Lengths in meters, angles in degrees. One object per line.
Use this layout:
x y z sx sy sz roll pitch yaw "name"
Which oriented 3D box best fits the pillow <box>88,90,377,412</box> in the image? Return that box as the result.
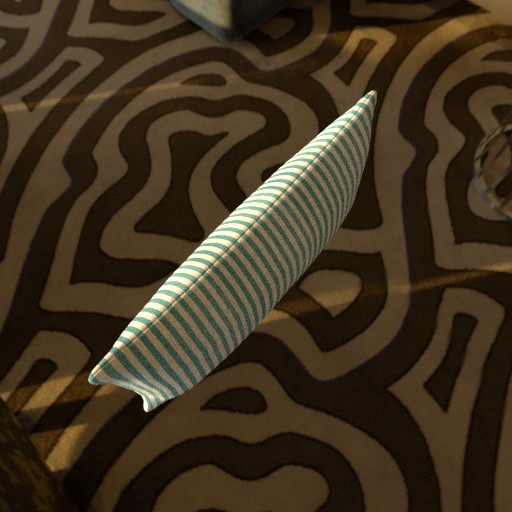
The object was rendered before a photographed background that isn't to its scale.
0.000 0.000 0.757 0.151 0.295 0.617 37 69 17 "pillow"
